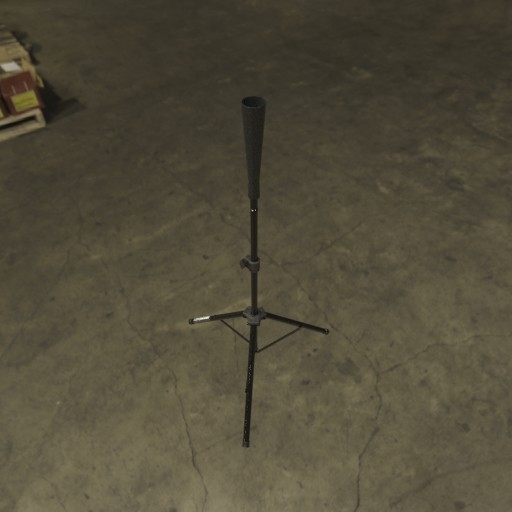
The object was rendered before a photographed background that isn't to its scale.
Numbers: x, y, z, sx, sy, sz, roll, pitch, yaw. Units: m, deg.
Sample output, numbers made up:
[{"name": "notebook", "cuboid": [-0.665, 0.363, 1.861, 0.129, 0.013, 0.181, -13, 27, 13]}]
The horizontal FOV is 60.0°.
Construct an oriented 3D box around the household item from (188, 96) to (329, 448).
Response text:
[{"name": "household item", "cuboid": [0.000, 0.000, 1.367, 0.559, 1.067, 0.559, -31, 54, -26]}]
